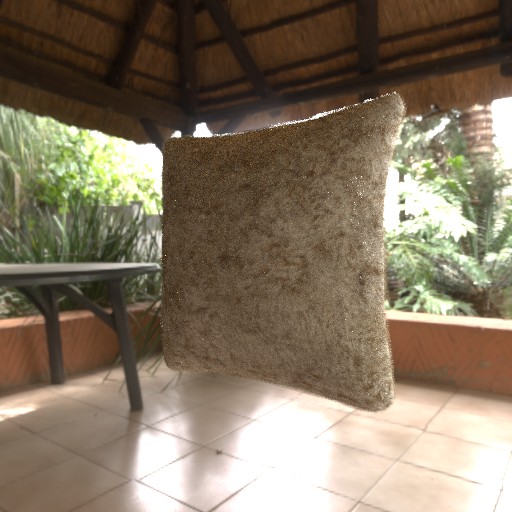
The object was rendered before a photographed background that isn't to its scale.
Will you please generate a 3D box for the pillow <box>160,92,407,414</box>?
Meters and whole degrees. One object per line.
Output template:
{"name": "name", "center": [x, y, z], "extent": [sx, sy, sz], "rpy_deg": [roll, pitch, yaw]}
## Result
{"name": "pillow", "center": [0.000, 0.000, 0.827], "extent": [0.538, 0.525, 0.216], "rpy_deg": [1, 1, 36]}
